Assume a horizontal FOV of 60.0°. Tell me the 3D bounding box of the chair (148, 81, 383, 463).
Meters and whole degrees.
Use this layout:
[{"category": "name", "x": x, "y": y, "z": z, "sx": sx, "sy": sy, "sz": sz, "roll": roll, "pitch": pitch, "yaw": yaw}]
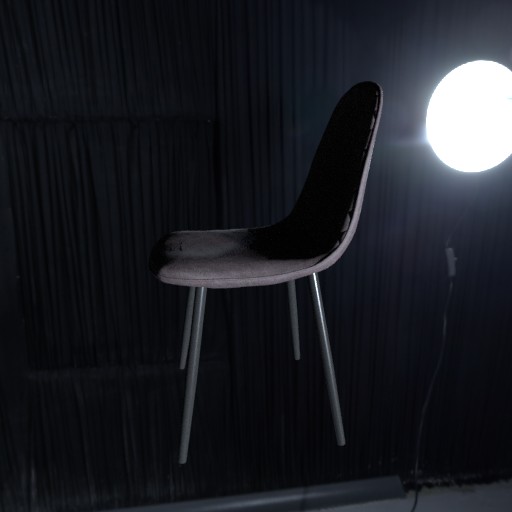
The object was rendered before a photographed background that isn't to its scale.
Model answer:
[{"category": "chair", "x": 0.000, "y": 0.000, "z": 1.199, "sx": 0.561, "sy": 0.889, "sz": 0.472, "roll": -2, "pitch": 16, "yaw": -9}]
